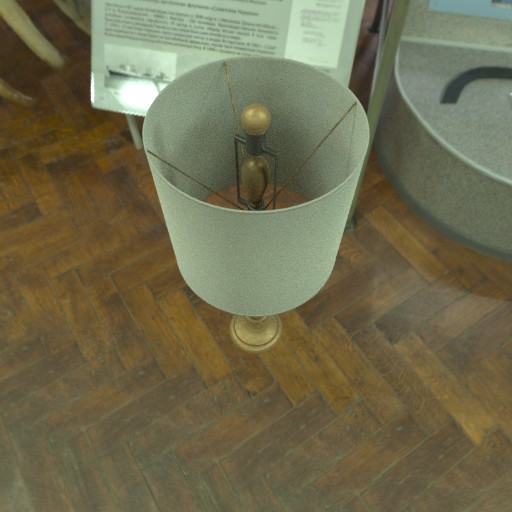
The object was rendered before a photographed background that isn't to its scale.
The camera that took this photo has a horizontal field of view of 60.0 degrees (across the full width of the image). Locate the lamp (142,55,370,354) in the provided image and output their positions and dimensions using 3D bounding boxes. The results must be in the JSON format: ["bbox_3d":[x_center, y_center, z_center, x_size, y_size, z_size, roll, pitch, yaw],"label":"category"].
[{"bbox_3d":[0.000,0.000,0.726,0.250,0.597,0.250,-16,59,-10],"label":"lamp"}]
